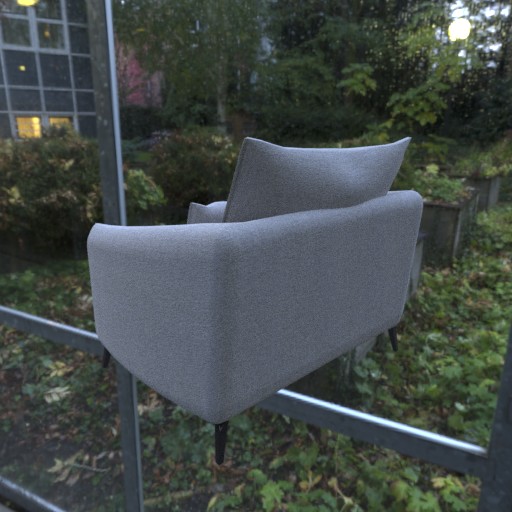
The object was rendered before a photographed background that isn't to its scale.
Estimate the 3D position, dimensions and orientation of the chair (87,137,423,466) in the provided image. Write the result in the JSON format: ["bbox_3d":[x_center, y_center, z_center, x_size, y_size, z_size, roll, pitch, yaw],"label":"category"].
[{"bbox_3d":[0.000,0.000,1.619,1.029,0.856,0.801,-15,21,-41],"label":"chair"}]
